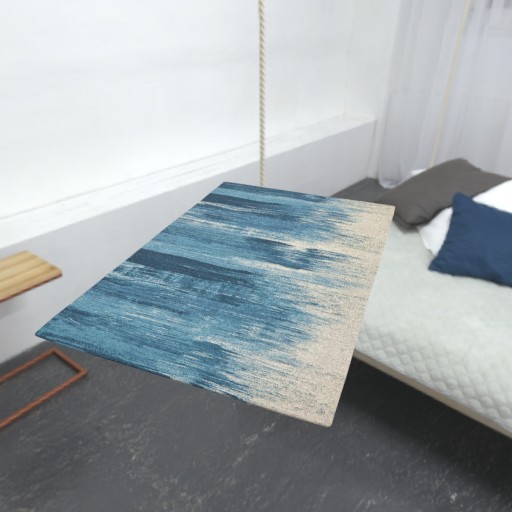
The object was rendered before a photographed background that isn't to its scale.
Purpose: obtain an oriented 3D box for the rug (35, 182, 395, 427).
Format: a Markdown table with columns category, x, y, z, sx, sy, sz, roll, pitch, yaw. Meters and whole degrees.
| category | x | y | z | sx | sy | sz | roll | pitch | yaw |
| --- | --- | --- | --- | --- | --- | --- | --- | --- | --- |
| rug | 0.000 | 0.000 | 2.331 | 1.232 | 0.009 | 1.836 | 11 | 32 | 18 |
